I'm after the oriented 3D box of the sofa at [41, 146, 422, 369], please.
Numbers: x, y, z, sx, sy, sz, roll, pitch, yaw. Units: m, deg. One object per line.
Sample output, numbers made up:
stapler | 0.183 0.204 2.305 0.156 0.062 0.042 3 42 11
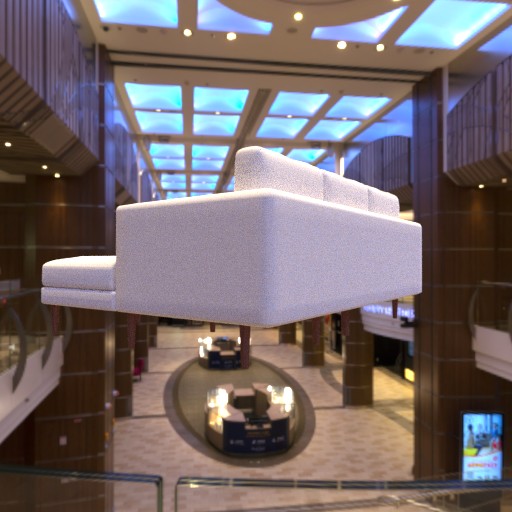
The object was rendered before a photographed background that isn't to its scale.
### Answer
sofa | 0.000 0.000 2.886 1.580 0.899 2.029 0 -1 35
